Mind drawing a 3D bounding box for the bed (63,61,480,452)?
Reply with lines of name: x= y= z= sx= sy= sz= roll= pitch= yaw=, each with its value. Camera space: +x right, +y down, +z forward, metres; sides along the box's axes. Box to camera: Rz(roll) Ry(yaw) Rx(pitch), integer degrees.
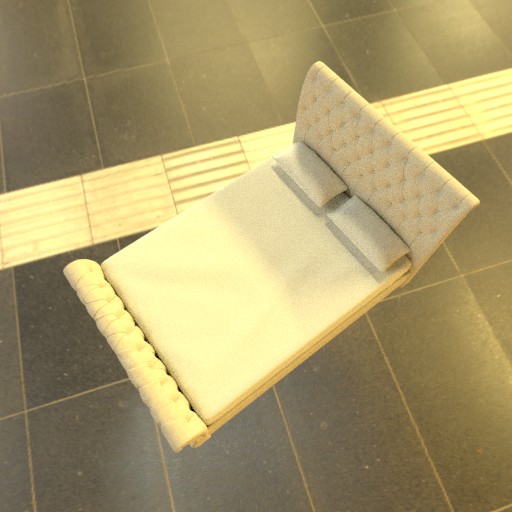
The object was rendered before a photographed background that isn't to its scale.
bed: x=0.000 y=0.000 z=3.399 sx=2.493 sy=1.268 sz=1.606 roll=-34 pitch=69 yaw=-15
